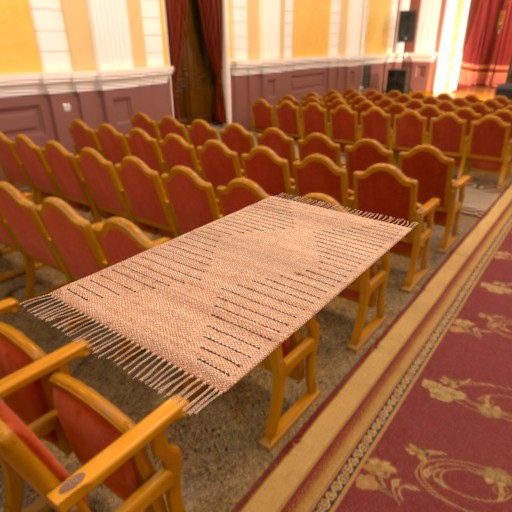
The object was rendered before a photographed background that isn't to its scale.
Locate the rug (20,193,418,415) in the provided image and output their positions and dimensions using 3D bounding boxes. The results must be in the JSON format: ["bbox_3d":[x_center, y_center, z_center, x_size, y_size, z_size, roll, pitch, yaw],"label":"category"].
[{"bbox_3d":[0.000,0.000,1.997,0.905,0.017,1.718,18,31,33],"label":"rug"}]
